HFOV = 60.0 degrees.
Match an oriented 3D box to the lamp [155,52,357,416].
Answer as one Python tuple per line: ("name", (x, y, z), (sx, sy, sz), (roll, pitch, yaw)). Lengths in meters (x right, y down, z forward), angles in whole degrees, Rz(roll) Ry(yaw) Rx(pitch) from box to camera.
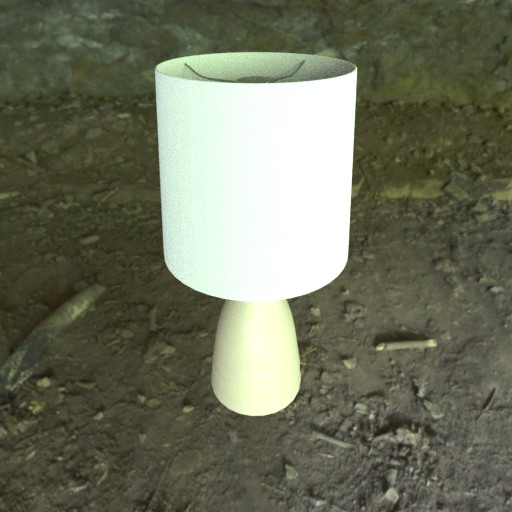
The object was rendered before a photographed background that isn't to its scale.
("lamp", (0.000, 0.000, 0.462), (0.186, 0.369, 0.186), (0, 31, 0))
